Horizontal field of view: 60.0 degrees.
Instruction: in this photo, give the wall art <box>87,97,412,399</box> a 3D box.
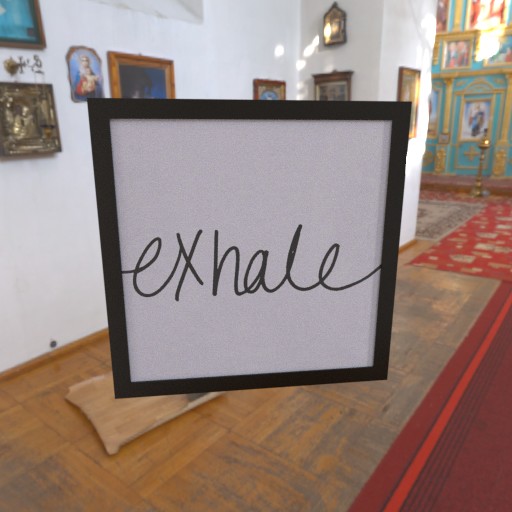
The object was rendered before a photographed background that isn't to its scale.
[{"bbox_3d":[0.000,0.000,0.668,0.446,0.445,0.014,-2,15,-7],"label":"wall art"}]
